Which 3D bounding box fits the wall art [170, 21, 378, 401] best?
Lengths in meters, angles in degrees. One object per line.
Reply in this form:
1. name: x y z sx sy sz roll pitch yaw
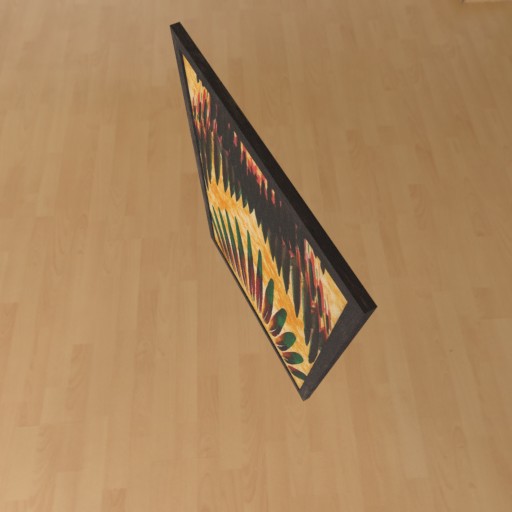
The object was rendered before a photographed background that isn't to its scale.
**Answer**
1. wall art: 0.000 0.000 1.379 0.029 1.066 0.812 -26 67 -12
